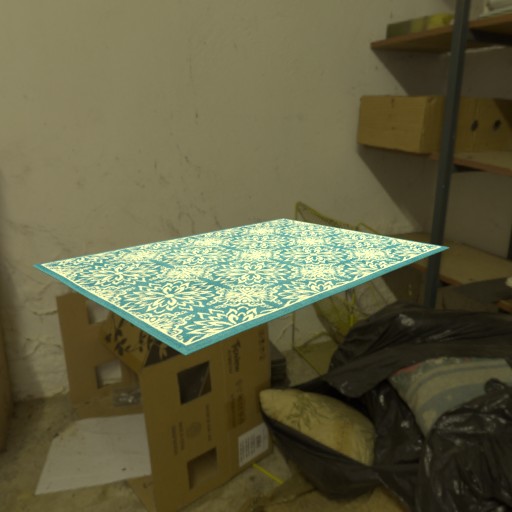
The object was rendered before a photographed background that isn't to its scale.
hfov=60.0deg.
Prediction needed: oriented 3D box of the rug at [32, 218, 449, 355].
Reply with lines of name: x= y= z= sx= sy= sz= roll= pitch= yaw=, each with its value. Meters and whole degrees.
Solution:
rug: x=0.000 y=0.000 z=2.842 sx=2.205 sy=0.012 sz=1.554 roll=-14 pitch=21 yaw=-42
